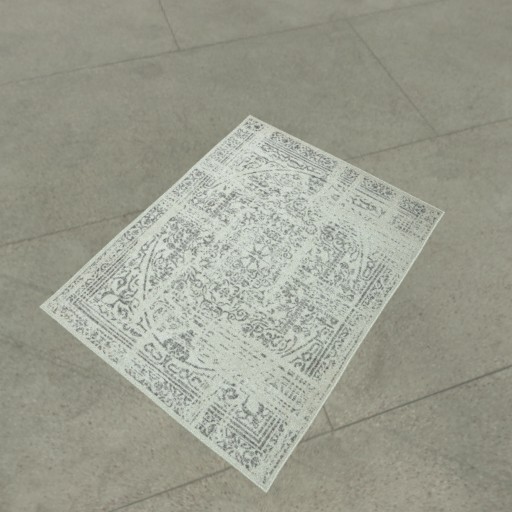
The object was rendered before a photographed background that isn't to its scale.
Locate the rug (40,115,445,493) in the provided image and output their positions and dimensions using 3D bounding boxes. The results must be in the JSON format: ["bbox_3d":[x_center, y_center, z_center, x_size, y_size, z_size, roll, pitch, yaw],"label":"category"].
[{"bbox_3d":[0.000,0.000,3.914,2.311,0.032,2.921,32,63,18],"label":"rug"}]
